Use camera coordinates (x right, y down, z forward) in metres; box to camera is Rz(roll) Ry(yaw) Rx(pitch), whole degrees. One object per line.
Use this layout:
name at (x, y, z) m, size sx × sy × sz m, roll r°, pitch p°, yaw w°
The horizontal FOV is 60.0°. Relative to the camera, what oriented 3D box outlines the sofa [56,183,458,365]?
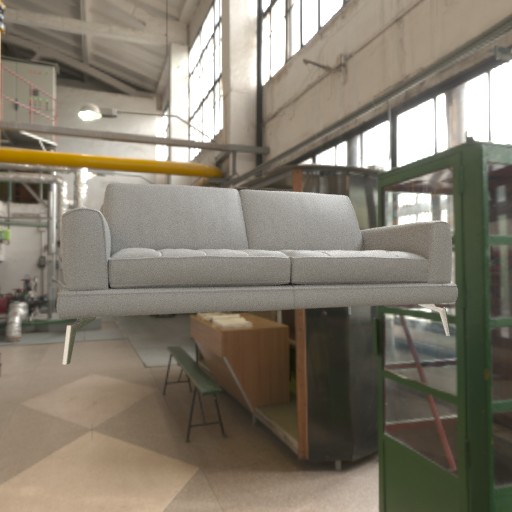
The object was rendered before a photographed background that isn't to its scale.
sofa at (0.000, 0.000, 2.725) m, size 2.177 × 0.930 × 1.121 m, roll 0°, pitch -1°, yaw -19°
